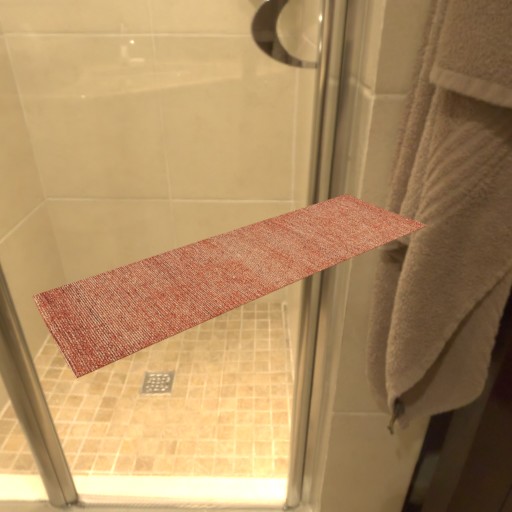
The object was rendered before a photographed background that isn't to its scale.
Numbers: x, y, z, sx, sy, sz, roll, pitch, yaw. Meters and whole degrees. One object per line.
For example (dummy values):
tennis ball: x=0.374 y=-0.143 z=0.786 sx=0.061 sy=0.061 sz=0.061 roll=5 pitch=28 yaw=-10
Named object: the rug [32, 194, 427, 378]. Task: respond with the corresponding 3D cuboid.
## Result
rug: x=0.000 y=0.000 z=2.637 sx=2.353 sy=0.013 sz=0.718 roll=-20 pitch=36 yaw=-31
